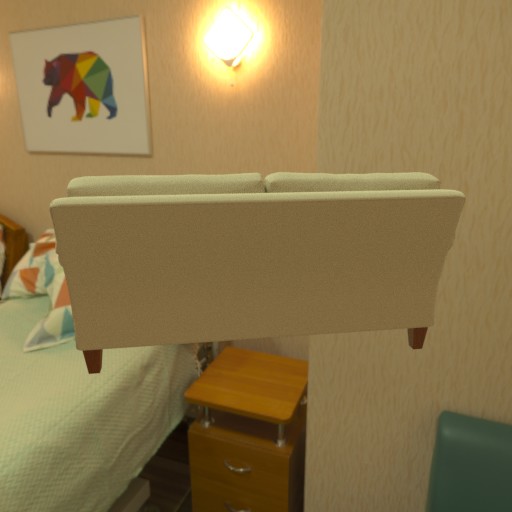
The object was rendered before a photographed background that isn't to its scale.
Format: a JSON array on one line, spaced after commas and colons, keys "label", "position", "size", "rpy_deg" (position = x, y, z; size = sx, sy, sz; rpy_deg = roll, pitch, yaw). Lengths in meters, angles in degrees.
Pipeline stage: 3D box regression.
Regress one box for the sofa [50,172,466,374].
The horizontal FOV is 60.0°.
[{"label": "sofa", "position": [0.000, 0.000, 2.810], "size": [2.159, 1.087, 1.086], "rpy_deg": [-2, 16, -8]}]
